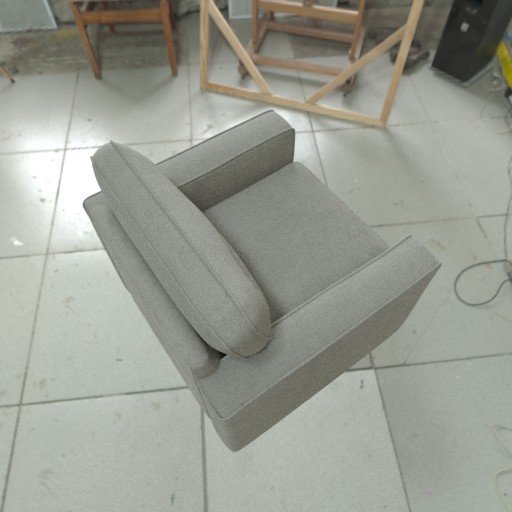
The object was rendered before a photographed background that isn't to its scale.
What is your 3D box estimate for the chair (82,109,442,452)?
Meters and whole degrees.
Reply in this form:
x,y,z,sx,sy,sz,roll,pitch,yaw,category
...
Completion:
x,y,z,sx,sy,sz,roll,pitch,yaw,category
0.000,0.000,1.749,0.939,0.965,1.015,-31,63,-18,chair
